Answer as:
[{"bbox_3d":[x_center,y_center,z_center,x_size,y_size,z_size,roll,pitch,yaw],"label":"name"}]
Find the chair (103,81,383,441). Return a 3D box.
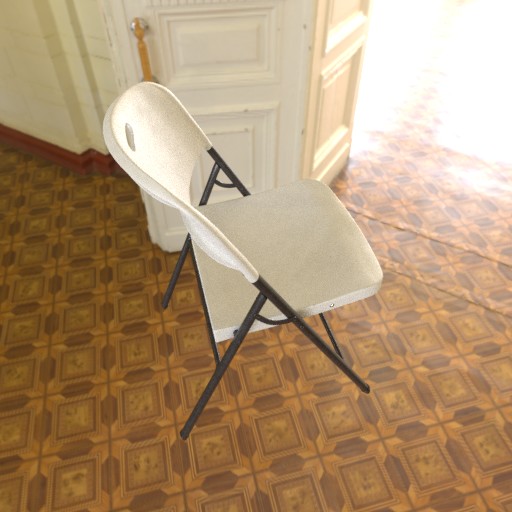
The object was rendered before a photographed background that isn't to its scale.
[{"bbox_3d":[0.000,0.000,1.124,0.566,0.810,0.494,-11,46,-10],"label":"chair"}]
